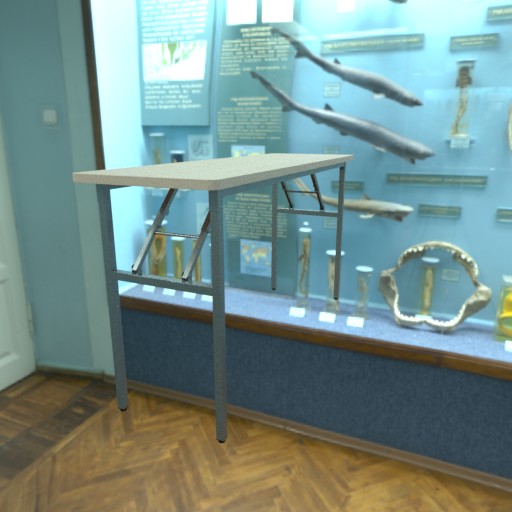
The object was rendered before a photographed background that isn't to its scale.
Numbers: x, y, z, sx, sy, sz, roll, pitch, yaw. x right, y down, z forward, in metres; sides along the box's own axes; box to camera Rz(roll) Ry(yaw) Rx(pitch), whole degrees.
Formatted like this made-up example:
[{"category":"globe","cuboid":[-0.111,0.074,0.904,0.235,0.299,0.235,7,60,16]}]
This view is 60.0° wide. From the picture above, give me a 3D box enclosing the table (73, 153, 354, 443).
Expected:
[{"category":"table","cuboid":[0.000,0.000,1.788,0.446,0.750,1.397,7,17,24]}]
